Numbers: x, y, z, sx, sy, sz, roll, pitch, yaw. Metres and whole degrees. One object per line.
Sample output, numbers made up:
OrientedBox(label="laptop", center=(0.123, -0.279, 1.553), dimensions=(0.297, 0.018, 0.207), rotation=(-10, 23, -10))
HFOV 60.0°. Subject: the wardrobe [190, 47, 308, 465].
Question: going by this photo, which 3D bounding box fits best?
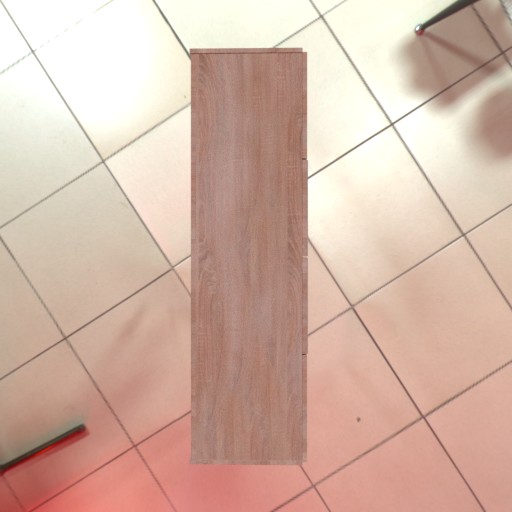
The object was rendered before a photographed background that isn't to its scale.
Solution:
OrientedBox(label="wardrobe", center=(0.000, 0.000, 3.204), dimensions=(0.598, 2.159, 1.998), rotation=(0, 90, 1))
